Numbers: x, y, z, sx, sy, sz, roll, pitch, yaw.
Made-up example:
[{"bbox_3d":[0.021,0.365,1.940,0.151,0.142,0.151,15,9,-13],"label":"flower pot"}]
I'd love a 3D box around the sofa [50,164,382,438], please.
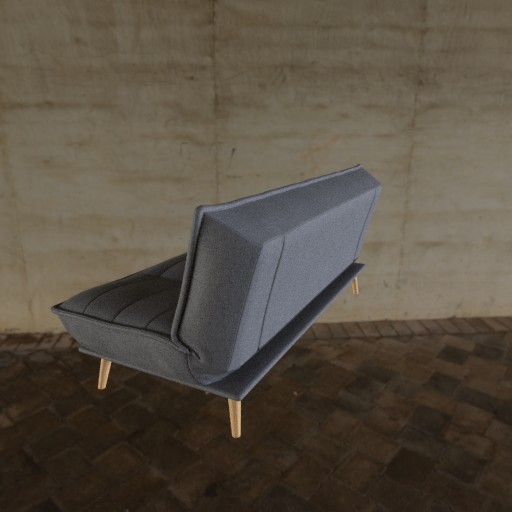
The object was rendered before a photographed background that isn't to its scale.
[{"bbox_3d":[0.000,0.000,2.435,0.950,0.890,1.940,8,18,26],"label":"sofa"}]
